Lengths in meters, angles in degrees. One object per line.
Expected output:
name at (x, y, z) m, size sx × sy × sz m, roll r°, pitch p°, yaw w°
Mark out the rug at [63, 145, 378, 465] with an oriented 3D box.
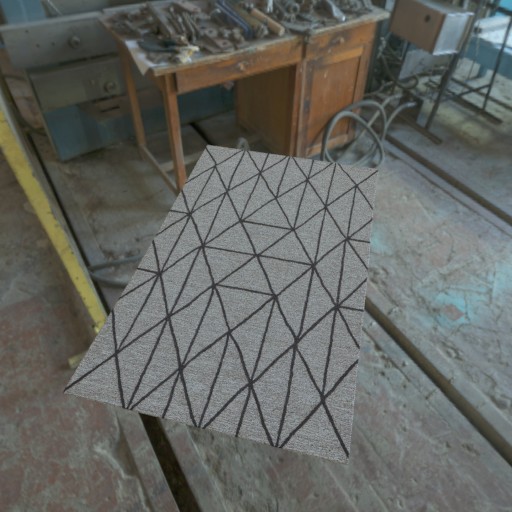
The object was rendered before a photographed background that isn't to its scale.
rug at (0.000, 0.000, 3.075) m, size 1.526 × 0.008 × 2.465 m, roll 10°, pitch 48°, yaw 10°
